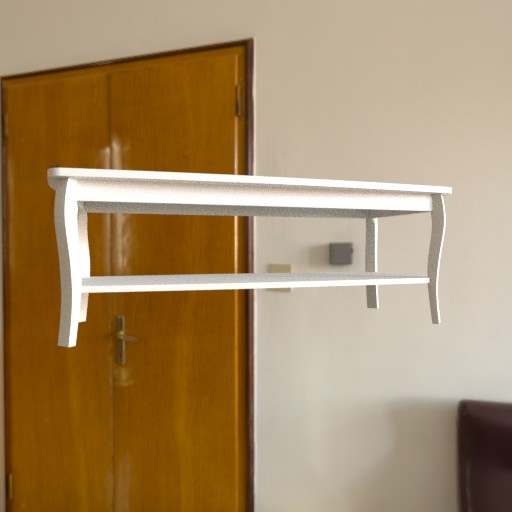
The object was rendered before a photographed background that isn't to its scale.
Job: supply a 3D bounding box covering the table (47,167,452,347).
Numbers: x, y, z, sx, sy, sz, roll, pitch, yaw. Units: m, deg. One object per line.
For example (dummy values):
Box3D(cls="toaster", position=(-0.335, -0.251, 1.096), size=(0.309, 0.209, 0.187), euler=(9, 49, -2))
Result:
Box3D(cls="table", position=(0.000, 0.000, 1.578), size=(1.334, 0.474, 0.561), euler=(0, 1, -17))
